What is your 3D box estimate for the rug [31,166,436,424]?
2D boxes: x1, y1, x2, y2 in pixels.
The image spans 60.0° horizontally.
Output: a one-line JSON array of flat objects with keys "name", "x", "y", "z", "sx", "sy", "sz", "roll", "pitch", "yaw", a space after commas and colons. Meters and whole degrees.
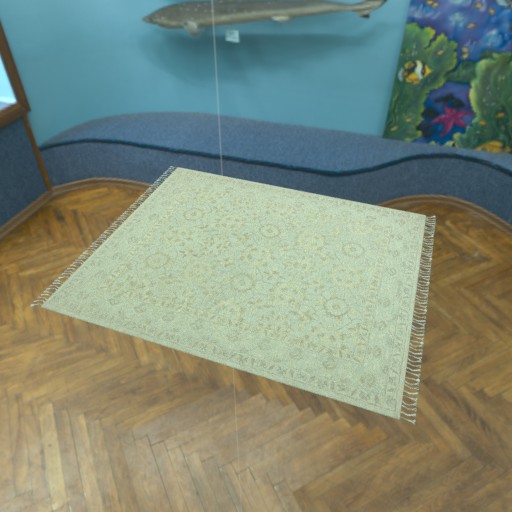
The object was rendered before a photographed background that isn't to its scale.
[{"name": "rug", "x": 0.000, "y": 0.000, "z": 4.072, "sx": 3.043, "sy": 0.013, "sz": 2.444, "roll": 13, "pitch": 43, "yaw": 15}]
